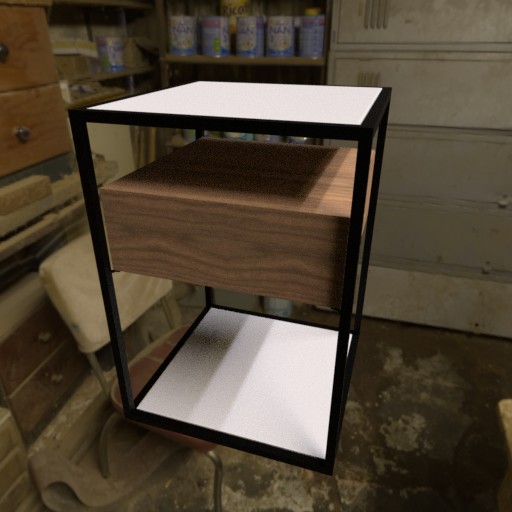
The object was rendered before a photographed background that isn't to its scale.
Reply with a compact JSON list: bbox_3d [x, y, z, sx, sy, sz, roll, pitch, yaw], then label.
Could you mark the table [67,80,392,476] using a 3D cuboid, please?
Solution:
[{"bbox_3d":[0.000,0.000,0.790,0.378,0.540,0.378,8,28,16],"label":"table"}]
